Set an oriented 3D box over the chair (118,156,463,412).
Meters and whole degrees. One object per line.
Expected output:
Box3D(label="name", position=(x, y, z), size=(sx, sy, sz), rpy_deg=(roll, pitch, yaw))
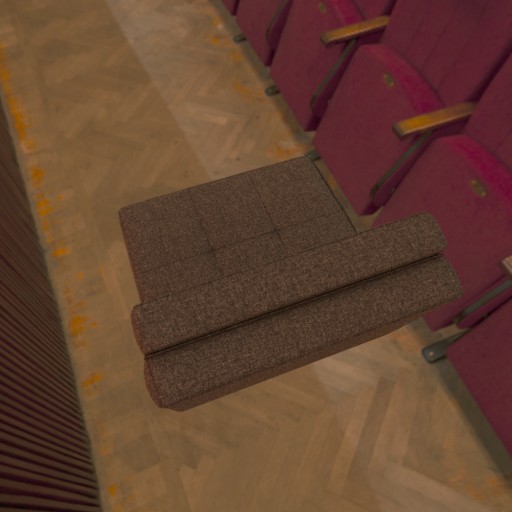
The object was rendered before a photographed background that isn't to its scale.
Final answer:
Box3D(label="chair", position=(0.000, 0.000, 1.323), size=(0.740, 0.615, 0.800), rpy_deg=(-18, 60, -11))
